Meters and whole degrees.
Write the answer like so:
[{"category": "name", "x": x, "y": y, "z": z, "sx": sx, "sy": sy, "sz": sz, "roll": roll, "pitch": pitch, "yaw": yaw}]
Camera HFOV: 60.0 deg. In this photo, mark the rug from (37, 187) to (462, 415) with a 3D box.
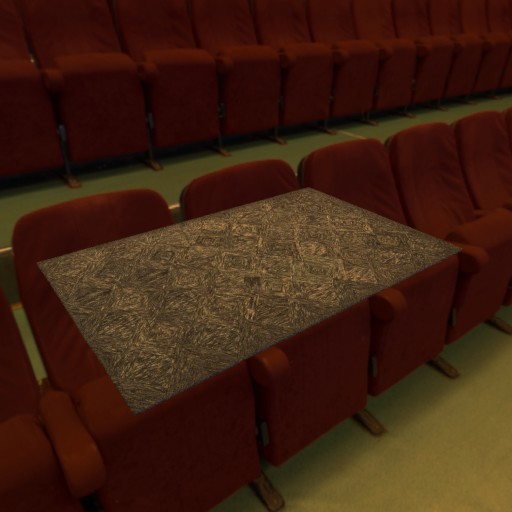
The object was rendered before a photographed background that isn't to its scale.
[{"category": "rug", "x": 0.000, "y": 0.000, "z": 2.163, "sx": 1.754, "sy": 0.010, "sz": 1.139, "roll": -20, "pitch": 34, "yaw": -32}]
